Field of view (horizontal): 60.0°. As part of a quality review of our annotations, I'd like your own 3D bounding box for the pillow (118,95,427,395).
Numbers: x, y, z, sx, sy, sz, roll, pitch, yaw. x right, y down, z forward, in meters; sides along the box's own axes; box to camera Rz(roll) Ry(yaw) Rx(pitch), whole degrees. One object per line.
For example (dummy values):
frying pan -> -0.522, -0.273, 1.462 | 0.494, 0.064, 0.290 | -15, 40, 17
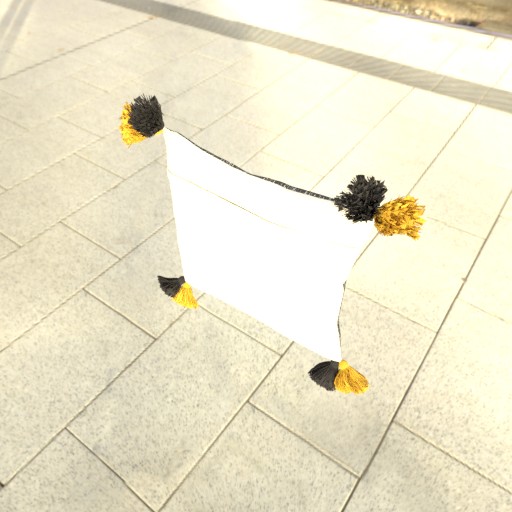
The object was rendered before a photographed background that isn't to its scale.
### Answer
pillow -> 0.000, 0.000, 0.988 | 0.654, 0.659, 0.139 | 26, 52, 22
